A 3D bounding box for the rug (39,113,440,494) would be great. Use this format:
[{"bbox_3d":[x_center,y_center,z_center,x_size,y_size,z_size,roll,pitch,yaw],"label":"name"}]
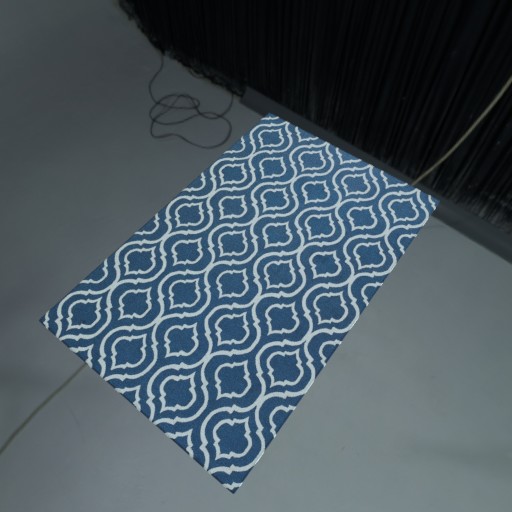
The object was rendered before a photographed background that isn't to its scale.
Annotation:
[{"bbox_3d":[0.000,0.000,2.193,1.143,0.010,1.753,33,64,19],"label":"rug"}]
